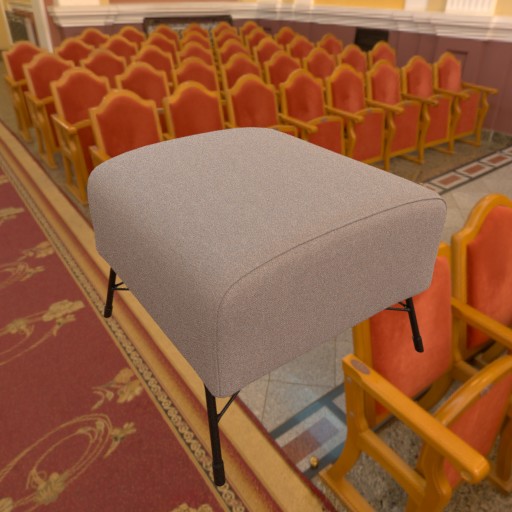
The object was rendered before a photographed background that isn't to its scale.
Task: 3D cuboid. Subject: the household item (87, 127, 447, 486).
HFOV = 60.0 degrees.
[{"bbox_3d":[0.000,0.000,0.909,0.530,0.410,0.530,-21,37,-30],"label":"household item"}]
